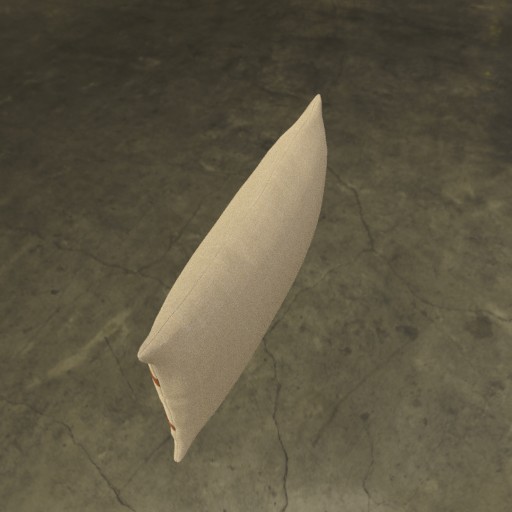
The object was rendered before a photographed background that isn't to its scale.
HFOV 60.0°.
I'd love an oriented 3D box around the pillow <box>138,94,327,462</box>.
[{"bbox_3d":[0.000,0.000,0.745,0.148,0.308,0.612,17,50,15],"label":"pillow"}]
